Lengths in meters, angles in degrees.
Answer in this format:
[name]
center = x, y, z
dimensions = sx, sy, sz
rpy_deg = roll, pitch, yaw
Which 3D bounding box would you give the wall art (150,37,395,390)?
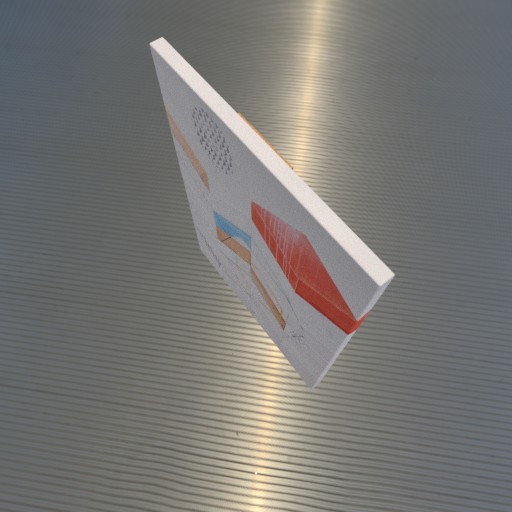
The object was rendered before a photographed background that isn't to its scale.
[wall art]
center = 0.000, 0.000, 1.102
dimensions = 0.036, 0.848, 0.613
rpy_deg = -34, 69, -15
